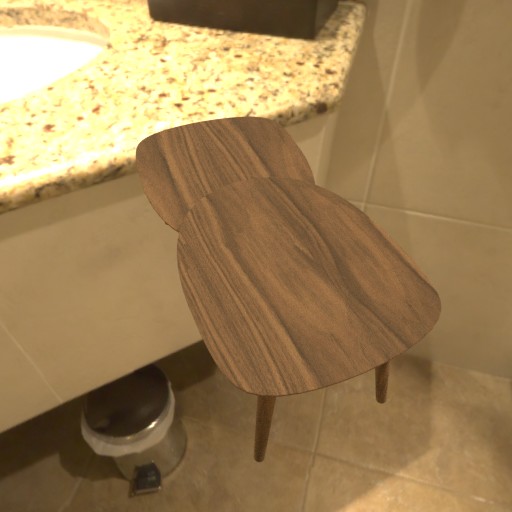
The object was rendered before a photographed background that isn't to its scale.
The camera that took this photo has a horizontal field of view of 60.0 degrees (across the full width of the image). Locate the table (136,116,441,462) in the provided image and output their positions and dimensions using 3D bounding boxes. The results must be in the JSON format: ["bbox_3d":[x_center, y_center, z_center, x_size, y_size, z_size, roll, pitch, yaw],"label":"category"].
[{"bbox_3d":[0.000,0.000,1.335,0.527,0.429,1.084,-16,49,-14],"label":"table"}]
